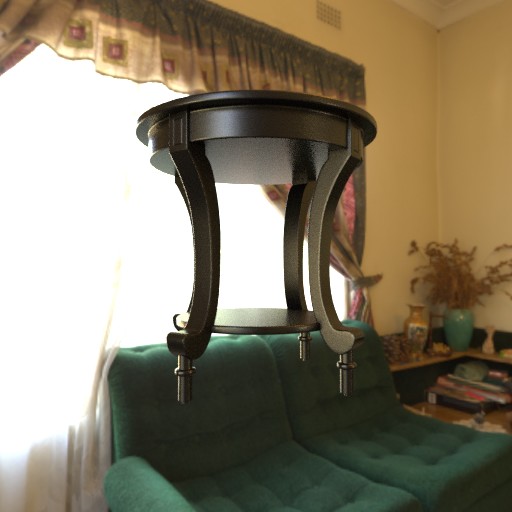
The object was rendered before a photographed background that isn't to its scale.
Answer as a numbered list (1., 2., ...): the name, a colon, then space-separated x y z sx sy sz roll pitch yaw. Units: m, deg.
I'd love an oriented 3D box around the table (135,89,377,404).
1. table: 0.000 0.000 1.126 0.597 0.618 0.597 0 -1 0
